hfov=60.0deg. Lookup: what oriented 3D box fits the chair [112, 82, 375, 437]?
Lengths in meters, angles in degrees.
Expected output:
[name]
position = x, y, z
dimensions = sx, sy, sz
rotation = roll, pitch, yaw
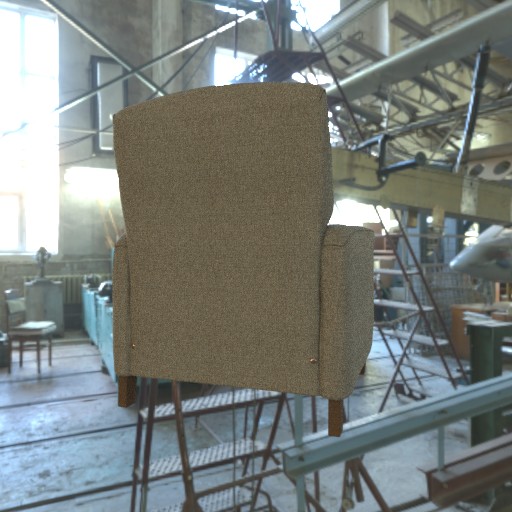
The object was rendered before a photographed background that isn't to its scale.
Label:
[chair]
position = 0.000, 0.000, 1.692
dimensions = 0.848, 1.014, 0.864
rotation = 0, 1, 19
